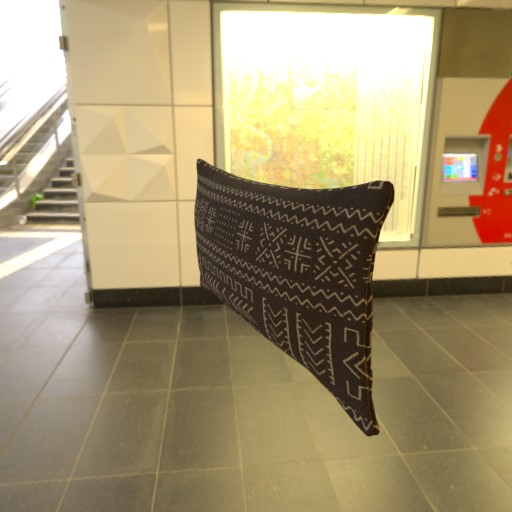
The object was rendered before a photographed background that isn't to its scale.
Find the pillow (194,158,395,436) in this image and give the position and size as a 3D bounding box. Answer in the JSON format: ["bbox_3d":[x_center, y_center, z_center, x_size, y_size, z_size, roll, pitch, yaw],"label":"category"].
[{"bbox_3d":[0.000,0.000,0.802,0.135,0.322,0.667,-7,16,-25],"label":"pillow"}]
